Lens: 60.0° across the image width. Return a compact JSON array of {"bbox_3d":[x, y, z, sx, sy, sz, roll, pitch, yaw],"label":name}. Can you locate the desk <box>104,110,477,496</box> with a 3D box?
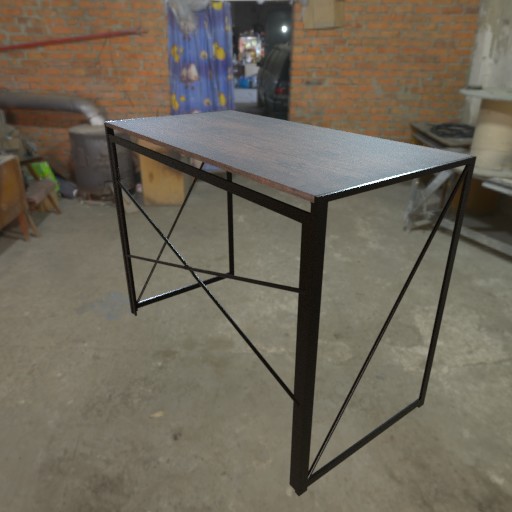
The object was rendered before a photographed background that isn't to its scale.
[{"bbox_3d":[0.000,0.000,1.405,0.505,0.747,1.015,-18,31,-33],"label":"desk"}]
